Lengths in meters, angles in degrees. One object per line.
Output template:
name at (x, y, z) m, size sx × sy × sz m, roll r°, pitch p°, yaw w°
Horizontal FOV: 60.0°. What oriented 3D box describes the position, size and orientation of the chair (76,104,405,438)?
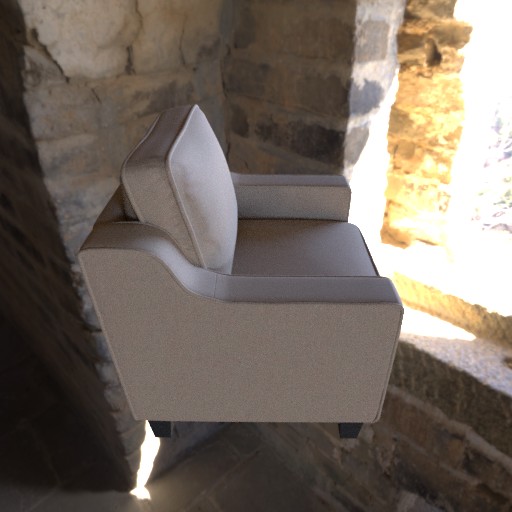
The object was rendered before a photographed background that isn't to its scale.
chair at (0.000, 0.000, 1.618) m, size 0.882 × 0.948 × 0.922 m, roll 0°, pitch 32°, yaw 0°
